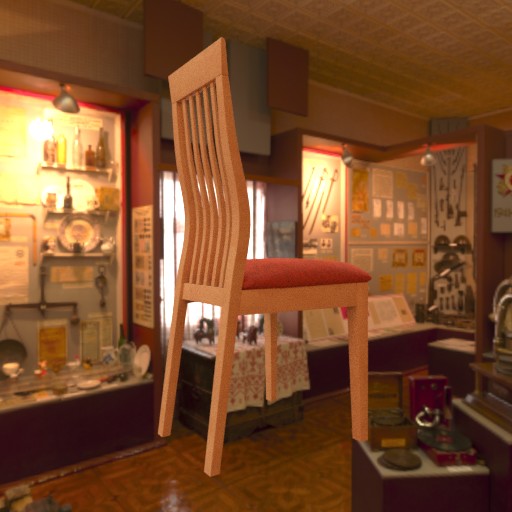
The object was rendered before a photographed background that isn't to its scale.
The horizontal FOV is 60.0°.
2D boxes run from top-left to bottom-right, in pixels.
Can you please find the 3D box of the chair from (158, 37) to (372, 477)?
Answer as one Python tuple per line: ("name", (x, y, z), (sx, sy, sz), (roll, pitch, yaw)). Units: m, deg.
("chair", (0.000, 0.000, 1.275), (0.474, 1.027, 0.460), (-1, 1, -36))
